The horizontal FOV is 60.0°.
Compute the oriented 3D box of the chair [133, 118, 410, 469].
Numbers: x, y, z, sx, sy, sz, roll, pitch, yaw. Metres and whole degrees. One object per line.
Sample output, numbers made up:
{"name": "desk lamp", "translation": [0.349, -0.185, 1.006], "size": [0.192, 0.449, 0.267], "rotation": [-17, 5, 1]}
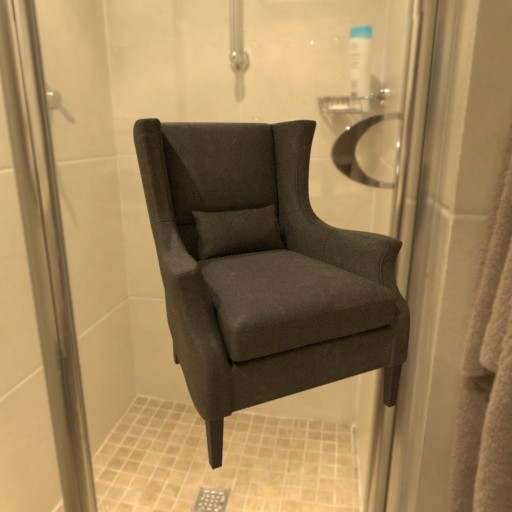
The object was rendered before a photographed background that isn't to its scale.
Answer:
{"name": "chair", "translation": [0.000, 0.000, 1.708], "size": [0.853, 1.016, 0.926], "rotation": [-8, 18, -25]}
